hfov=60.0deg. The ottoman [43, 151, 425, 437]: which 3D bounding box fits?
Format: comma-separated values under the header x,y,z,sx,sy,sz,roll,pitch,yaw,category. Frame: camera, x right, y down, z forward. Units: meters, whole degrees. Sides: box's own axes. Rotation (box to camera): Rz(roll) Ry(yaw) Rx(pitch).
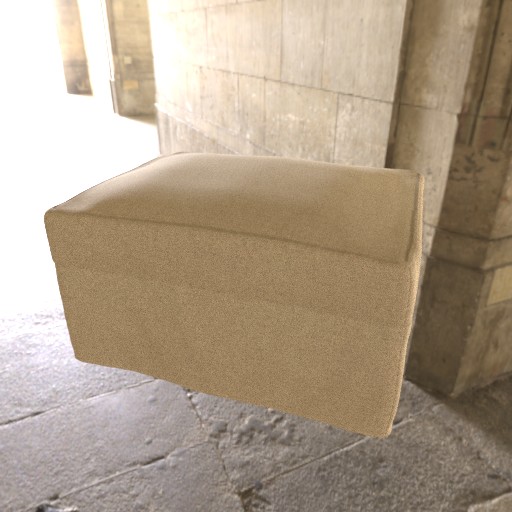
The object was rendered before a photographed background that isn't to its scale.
x,y,z,sx,sy,sz,roll,pitch,yaw,category
0.000,0.000,1.235,0.833,0.485,0.650,9,28,17,ottoman
